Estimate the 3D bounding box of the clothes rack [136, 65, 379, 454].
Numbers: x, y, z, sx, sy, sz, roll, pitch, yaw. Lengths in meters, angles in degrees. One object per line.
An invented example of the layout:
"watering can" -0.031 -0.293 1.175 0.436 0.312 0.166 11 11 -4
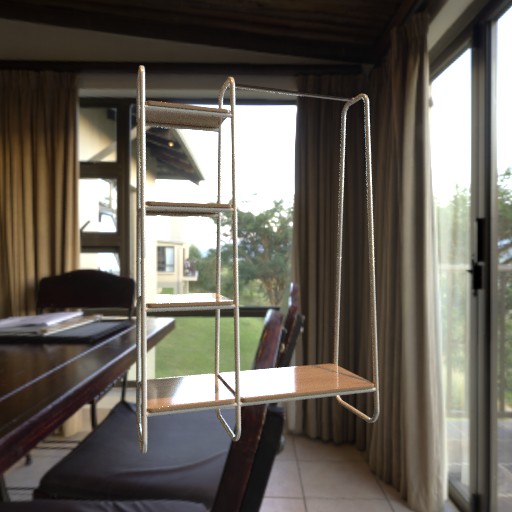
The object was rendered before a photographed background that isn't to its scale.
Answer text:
"clothes rack" 0.000 0.000 1.961 1.011 1.500 0.400 0 0 -18
